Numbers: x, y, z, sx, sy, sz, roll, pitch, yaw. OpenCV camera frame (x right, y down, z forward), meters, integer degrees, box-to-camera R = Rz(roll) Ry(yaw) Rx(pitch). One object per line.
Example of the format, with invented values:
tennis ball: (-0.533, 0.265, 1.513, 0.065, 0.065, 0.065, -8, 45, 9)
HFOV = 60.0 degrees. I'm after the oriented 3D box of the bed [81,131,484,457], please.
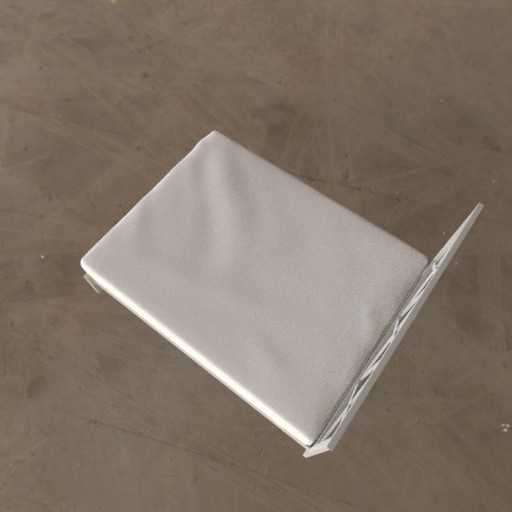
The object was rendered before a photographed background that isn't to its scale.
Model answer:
bed: (0.000, 0.000, 3.178, 2.135, 1.253, 1.673, 34, 69, 15)
